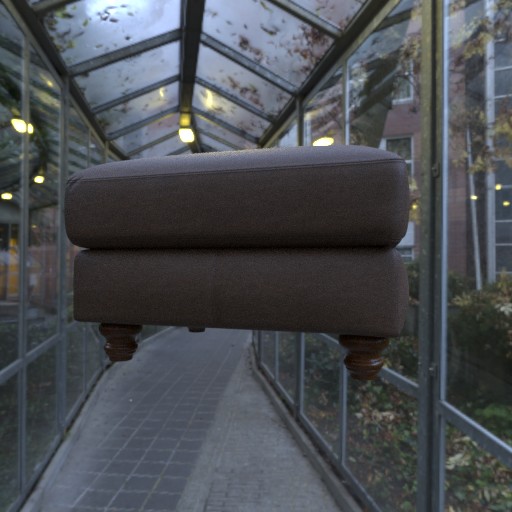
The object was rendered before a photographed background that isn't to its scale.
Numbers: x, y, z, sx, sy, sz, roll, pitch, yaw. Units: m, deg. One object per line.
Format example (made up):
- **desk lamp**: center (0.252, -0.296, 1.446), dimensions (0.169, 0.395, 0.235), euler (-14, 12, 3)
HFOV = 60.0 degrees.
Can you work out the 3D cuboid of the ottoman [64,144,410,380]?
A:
- **ottoman**: center (0.000, 0.000, 1.207), dimensions (0.787, 0.508, 0.635), euler (0, -1, 17)
